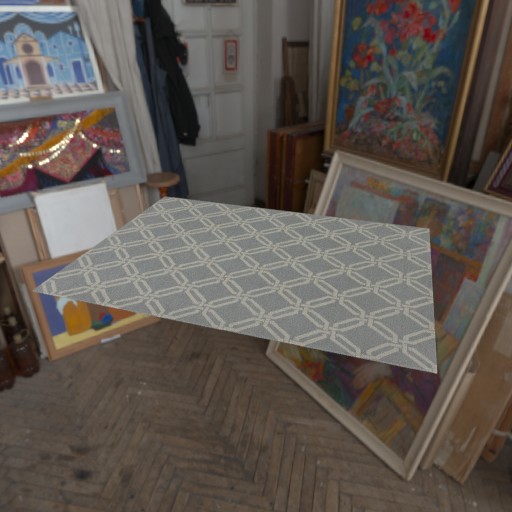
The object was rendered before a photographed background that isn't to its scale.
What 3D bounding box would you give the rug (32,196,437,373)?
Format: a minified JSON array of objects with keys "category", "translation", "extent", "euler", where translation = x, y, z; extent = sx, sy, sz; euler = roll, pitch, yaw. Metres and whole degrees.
[{"category":"rug","translation":[0.000,0.000,4.471],"extent":[3.353,0.013,2.438],"euler":[9,29,16]}]
